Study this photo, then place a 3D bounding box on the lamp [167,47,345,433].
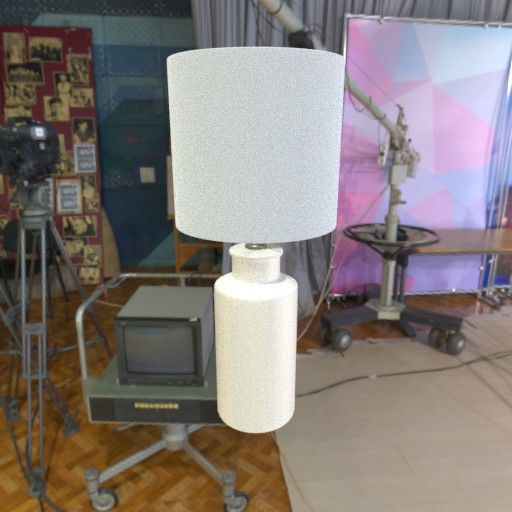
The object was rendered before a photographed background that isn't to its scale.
[{"bbox_3d":[0.000,0.000,0.607,0.212,0.493,0.212,16,23,42],"label":"lamp"}]
